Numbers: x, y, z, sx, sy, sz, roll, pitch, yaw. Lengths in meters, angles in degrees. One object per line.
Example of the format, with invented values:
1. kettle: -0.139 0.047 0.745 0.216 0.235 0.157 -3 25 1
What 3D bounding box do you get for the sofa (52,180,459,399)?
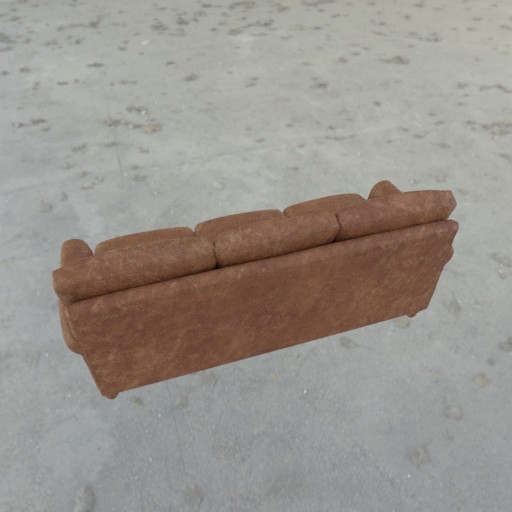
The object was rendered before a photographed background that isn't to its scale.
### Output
1. sofa: 0.000 0.000 2.843 2.351 0.977 0.973 -12 43 -13
